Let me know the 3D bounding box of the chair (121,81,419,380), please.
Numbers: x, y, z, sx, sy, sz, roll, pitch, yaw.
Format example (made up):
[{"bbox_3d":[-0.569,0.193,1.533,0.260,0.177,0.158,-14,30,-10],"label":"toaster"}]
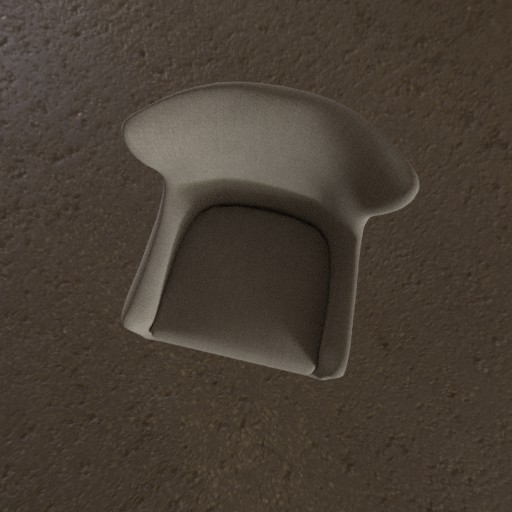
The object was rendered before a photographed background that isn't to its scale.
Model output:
[{"bbox_3d":[0.000,0.000,1.469,0.732,0.948,0.677,12,74,4],"label":"chair"}]
